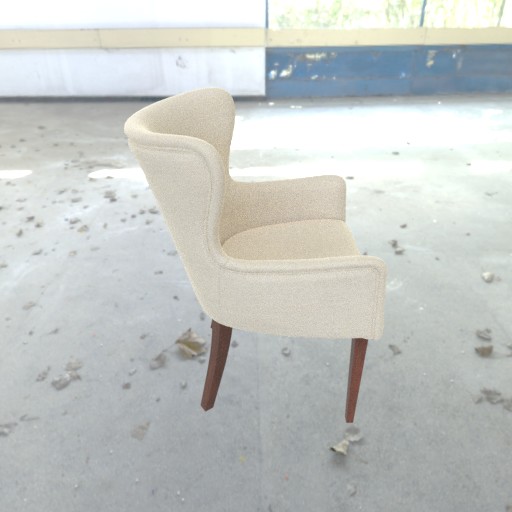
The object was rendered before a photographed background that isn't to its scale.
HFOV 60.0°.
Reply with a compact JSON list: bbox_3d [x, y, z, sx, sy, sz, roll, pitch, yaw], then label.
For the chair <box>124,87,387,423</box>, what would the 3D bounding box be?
[{"bbox_3d":[0.000,0.000,1.520,0.744,0.990,0.696,0,31,0],"label":"chair"}]
